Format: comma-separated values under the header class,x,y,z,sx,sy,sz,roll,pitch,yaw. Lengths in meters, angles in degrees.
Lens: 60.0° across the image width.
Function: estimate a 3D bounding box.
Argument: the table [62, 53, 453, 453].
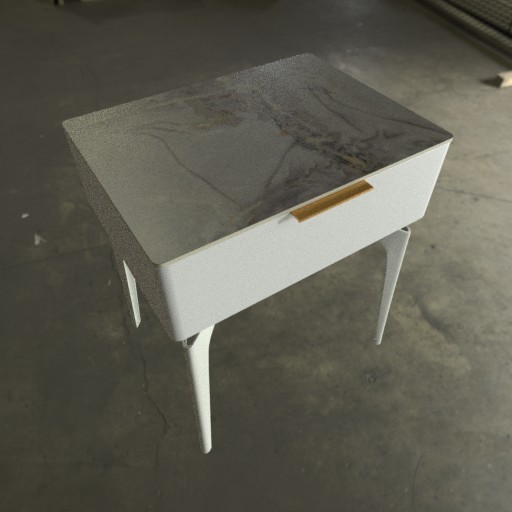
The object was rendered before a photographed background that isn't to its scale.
class,x,y,z,sx,sy,sz,roll,pitch,yaw
table,0.000,0.000,0.899,0.500,0.570,0.400,-25,51,-22
